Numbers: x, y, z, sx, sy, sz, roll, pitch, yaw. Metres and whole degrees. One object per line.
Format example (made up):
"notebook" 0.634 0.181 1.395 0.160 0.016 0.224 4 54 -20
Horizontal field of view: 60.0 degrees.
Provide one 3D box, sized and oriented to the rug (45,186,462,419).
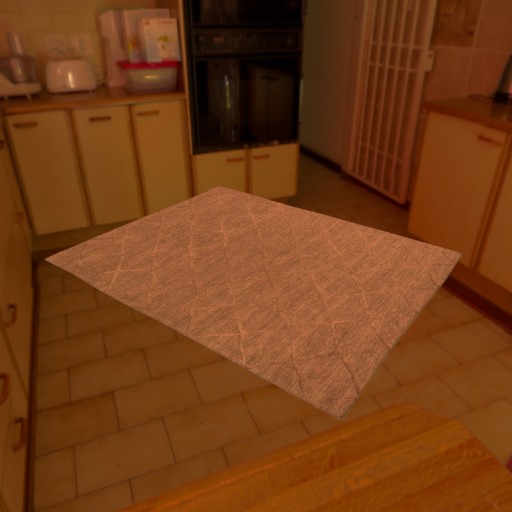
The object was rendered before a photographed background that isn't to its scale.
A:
"rug" 0.000 0.000 4.099 3.048 0.013 2.438 20 35 32
